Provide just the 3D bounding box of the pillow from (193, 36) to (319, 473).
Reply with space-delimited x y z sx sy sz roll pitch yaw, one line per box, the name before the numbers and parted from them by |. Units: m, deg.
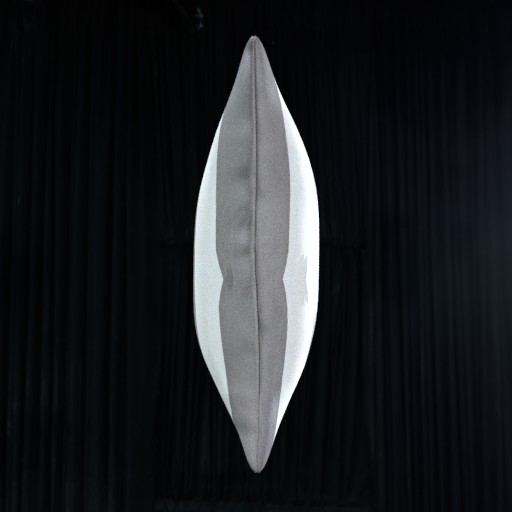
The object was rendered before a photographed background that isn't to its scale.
pillow | 0.000 0.000 0.770 0.192 0.507 0.522 0 0 0
